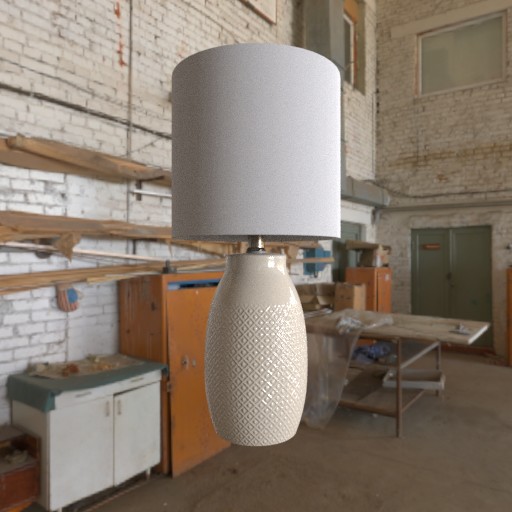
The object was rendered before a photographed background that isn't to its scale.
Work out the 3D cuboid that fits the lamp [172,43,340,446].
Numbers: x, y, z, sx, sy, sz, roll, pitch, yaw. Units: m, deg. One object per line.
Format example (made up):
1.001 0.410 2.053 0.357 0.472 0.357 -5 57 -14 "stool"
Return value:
0.000 0.000 0.578 0.217 0.453 0.217 0 0 -18 "lamp"
